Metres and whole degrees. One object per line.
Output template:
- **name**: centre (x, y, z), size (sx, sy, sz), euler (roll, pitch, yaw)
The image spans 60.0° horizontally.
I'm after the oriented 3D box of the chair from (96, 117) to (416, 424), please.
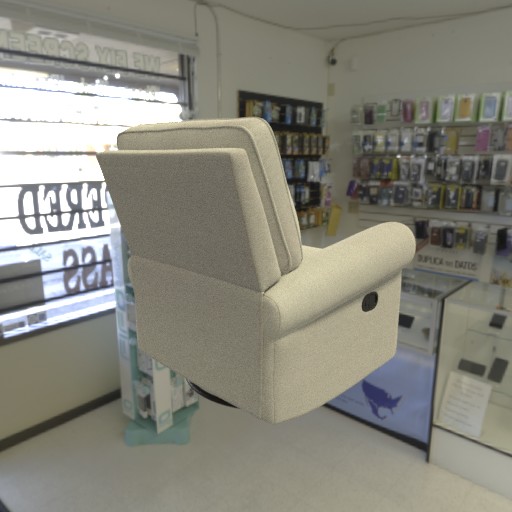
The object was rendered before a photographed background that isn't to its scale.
- **chair**: centre (0.000, 0.000, 1.683), size (0.890, 0.960, 0.878), euler (12, 18, 43)
